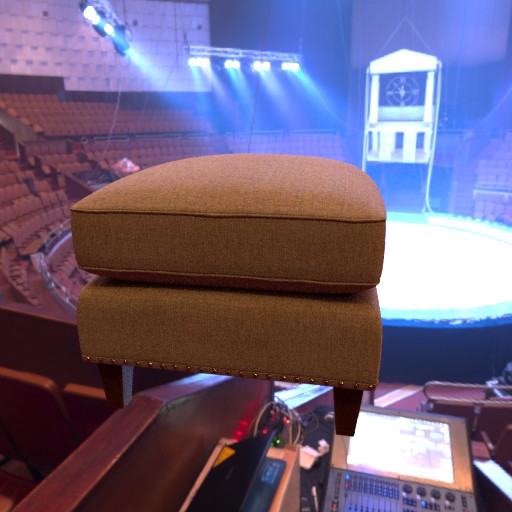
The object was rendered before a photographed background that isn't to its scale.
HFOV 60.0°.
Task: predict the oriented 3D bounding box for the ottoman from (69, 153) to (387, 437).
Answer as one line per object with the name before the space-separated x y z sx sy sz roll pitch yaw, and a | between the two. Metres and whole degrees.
ottoman | 0.000 0.000 1.146 0.584 0.513 0.741 3 16 10
